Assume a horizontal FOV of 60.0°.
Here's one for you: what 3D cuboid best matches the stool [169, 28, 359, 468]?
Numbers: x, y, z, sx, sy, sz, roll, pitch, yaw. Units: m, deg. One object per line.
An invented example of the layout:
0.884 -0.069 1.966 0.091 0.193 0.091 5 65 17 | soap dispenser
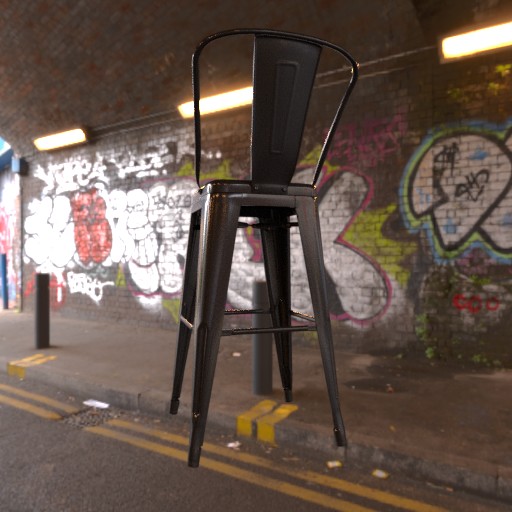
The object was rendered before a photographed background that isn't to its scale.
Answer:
0.000 0.000 1.254 0.432 1.022 0.528 0 0 -18 | stool
